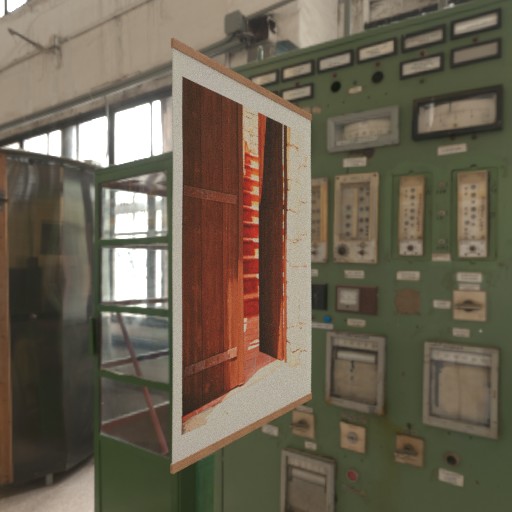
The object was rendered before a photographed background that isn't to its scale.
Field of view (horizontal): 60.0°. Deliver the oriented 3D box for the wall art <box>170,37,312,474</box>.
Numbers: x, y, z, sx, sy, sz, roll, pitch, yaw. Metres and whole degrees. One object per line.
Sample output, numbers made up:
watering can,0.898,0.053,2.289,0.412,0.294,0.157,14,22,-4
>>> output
wall art,0.000,0.000,1.965,0.019,1.527,1.019,0,0,35
